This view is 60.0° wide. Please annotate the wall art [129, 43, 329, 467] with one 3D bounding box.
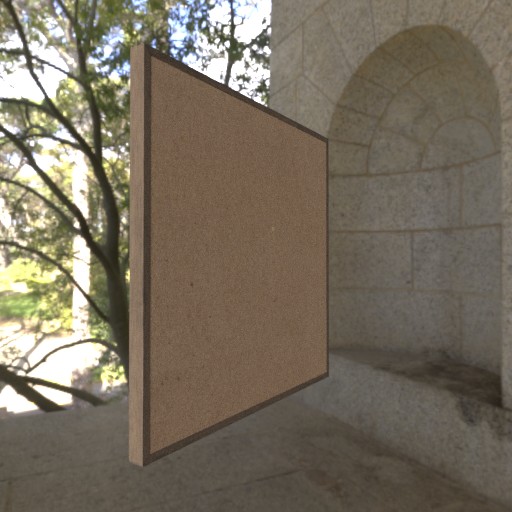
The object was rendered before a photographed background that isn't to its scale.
[{"bbox_3d":[0.000,0.000,1.119,0.038,0.762,0.762,-1,-1,35],"label":"wall art"}]
